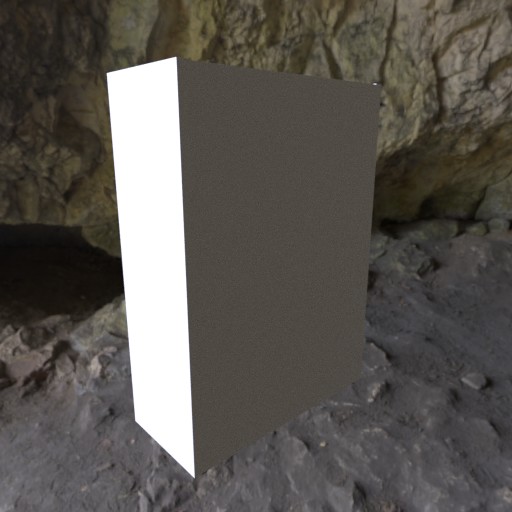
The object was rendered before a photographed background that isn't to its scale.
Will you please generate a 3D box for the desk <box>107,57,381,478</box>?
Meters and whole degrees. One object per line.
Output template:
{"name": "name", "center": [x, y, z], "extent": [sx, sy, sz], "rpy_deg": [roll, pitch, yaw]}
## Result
{"name": "desk", "center": [0.000, 0.000, 1.598], "extent": [0.850, 1.190, 0.390], "rpy_deg": [-13, 20, -40]}
